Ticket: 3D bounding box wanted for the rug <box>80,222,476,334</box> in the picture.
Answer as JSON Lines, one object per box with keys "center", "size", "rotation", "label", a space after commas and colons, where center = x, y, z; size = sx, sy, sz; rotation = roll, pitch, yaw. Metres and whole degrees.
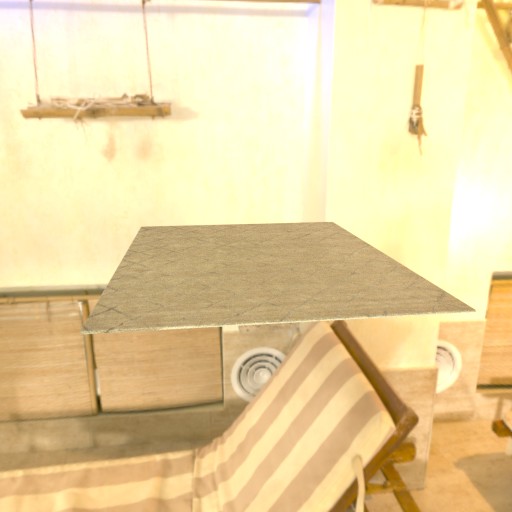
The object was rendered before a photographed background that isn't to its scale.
{"center": [0.000, 0.000, 4.113], "size": [2.420, 0.019, 3.038], "rotation": [-2, 15, -7], "label": "rug"}
